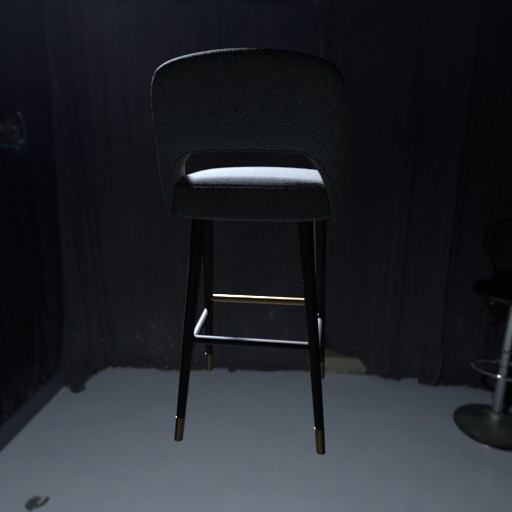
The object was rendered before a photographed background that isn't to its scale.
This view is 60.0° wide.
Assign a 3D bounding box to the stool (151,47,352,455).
[{"bbox_3d":[0.000,0.000,1.357,0.536,1.089,0.524,2,15,7],"label":"stool"}]
